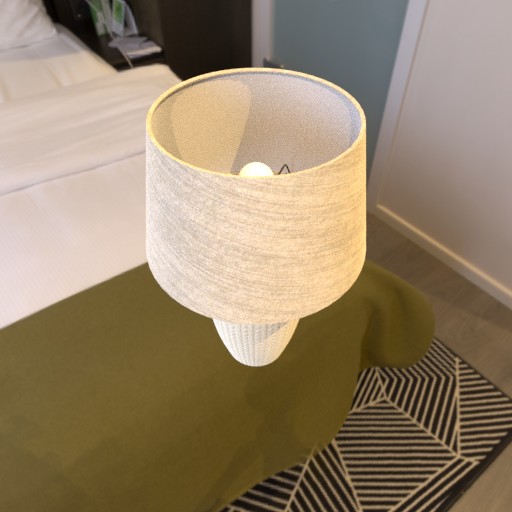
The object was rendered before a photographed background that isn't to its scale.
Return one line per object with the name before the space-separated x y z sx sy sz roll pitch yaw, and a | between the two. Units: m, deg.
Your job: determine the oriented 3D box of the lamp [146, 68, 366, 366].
lamp | 0.000 0.000 0.836 0.390 0.580 0.390 0 46 0
